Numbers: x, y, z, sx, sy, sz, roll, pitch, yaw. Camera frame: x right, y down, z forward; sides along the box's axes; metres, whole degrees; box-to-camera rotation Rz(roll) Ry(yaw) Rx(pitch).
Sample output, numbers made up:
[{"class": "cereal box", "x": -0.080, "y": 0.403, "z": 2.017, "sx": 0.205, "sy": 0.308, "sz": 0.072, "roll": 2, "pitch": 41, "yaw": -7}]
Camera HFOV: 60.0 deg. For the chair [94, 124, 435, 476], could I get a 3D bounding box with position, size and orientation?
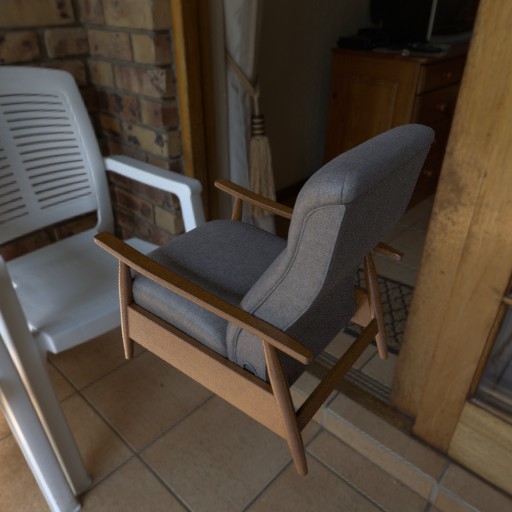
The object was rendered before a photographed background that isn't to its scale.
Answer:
[{"class": "chair", "x": 0.000, "y": 0.000, "z": 1.754, "sx": 1.014, "sy": 1.081, "sz": 0.762, "roll": 22, "pitch": 38, "yaw": 31}]
